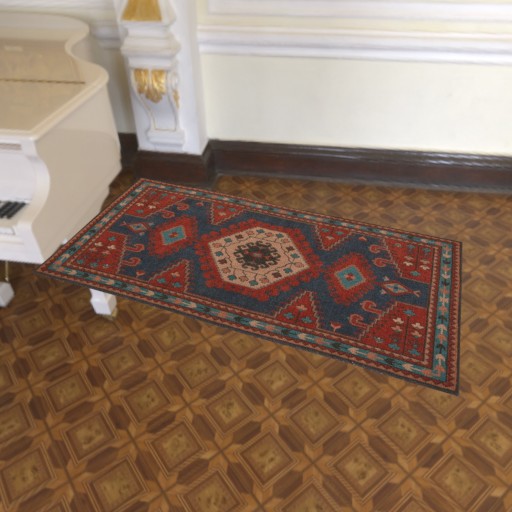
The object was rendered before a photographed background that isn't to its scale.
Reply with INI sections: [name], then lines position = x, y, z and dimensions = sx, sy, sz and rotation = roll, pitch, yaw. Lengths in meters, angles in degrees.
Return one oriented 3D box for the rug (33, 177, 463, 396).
[rug]
position = 0.000, 0.000, 3.473
dimensions = 3.032, 0.034, 1.522
rotation = 13, 41, 16
